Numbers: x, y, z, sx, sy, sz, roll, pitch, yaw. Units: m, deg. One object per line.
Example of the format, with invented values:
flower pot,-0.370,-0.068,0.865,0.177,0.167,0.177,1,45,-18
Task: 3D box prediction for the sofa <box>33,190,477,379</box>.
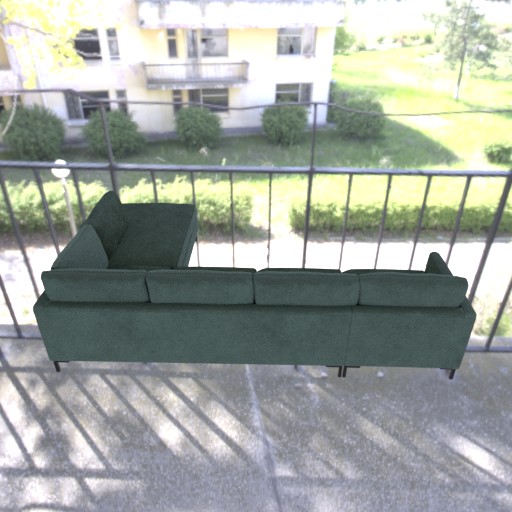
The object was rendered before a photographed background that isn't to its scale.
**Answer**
sofa,0.000,0.000,3.217,2.486,0.687,1.707,1,32,1
